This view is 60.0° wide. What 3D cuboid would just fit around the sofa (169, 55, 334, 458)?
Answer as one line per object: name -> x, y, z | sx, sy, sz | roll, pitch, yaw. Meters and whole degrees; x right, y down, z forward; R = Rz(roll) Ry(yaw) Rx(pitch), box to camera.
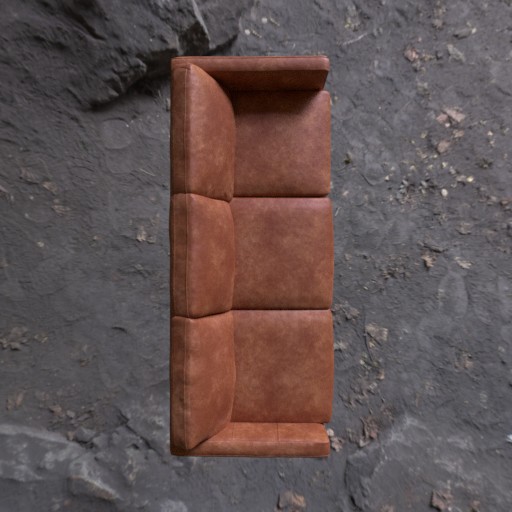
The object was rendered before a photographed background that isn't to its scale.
sofa -> 0.000, 0.000, 3.008 | 1.045, 1.006, 2.464 | 0, 90, 1
